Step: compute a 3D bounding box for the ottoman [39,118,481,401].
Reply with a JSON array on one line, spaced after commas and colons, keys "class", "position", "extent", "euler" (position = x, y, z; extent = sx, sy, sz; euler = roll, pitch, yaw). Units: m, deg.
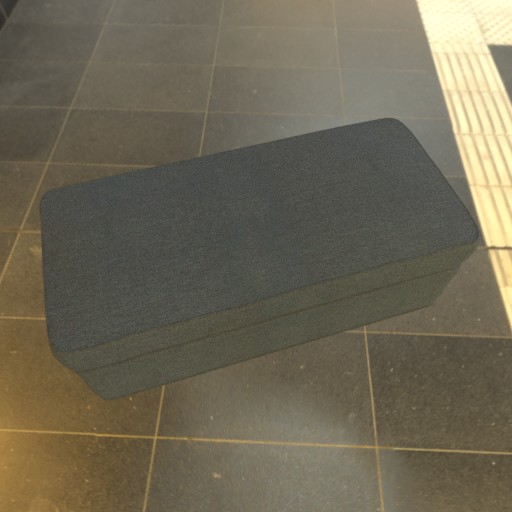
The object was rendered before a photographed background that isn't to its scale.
[{"class": "ottoman", "position": [0.000, 0.000, 1.344], "extent": [1.110, 0.460, 0.515], "euler": [-14, 58, -9]}]
